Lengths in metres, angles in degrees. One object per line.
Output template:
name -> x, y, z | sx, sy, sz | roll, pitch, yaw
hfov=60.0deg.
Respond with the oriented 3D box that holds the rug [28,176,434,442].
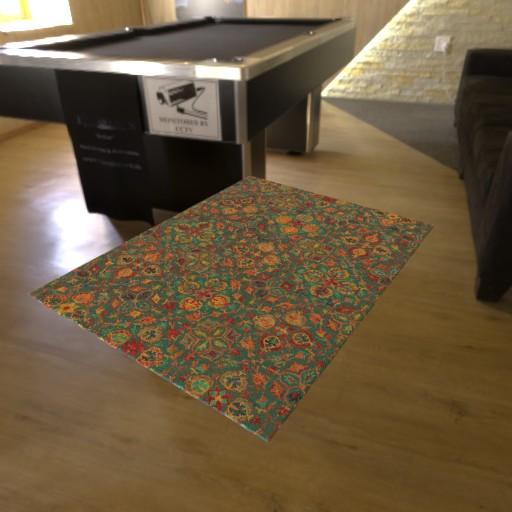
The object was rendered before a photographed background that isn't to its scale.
rug -> 0.000, 0.000, 4.236 | 2.434, 0.025, 3.204 | 20, 37, 29
